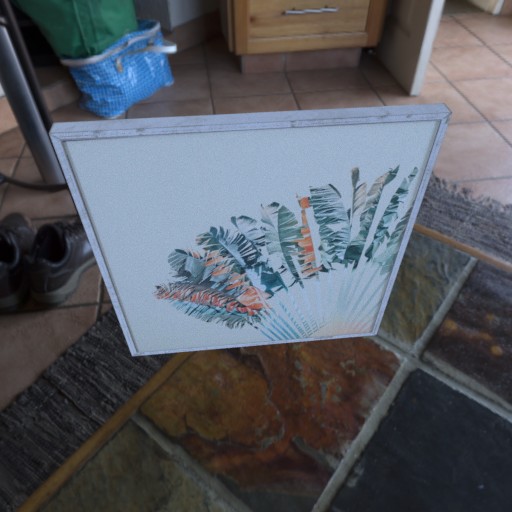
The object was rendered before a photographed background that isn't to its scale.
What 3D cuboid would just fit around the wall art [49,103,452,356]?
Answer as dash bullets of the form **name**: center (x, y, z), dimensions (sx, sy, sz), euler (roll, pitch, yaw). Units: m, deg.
- **wall art**: center (0.000, 0.000, 1.116), dimensions (0.760, 0.757, 0.038), euler (-4, 46, -4)
